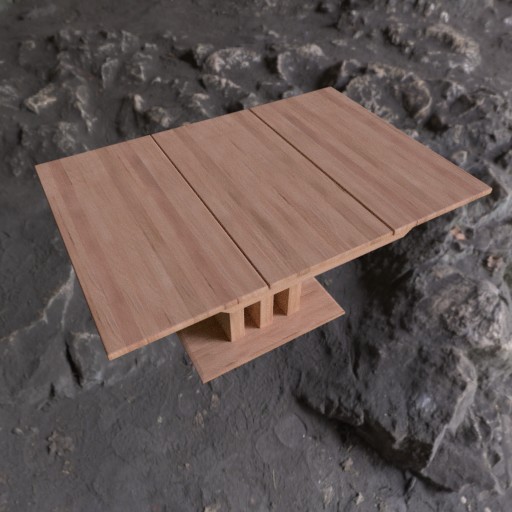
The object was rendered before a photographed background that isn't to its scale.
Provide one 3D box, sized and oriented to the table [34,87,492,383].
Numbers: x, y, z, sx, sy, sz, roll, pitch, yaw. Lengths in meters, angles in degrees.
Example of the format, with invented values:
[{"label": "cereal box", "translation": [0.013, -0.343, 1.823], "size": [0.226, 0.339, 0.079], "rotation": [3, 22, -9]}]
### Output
[{"label": "table", "translation": [0.000, 0.000, 1.793], "size": [1.300, 0.770, 0.900], "rotation": [-22, 49, -21]}]
